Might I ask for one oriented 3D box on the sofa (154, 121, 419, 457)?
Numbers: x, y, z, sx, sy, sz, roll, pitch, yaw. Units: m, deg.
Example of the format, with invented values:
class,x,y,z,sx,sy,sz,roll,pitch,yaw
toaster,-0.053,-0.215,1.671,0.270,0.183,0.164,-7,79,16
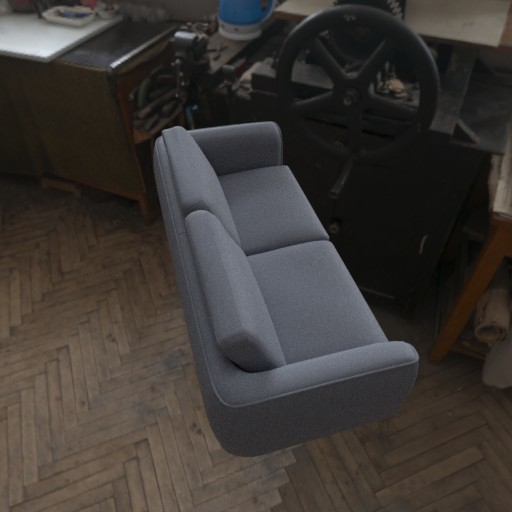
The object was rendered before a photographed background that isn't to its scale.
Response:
class,x,y,z,sx,sy,sz,roll,pitch,yaw
sofa,0.000,0.000,2.544,0.920,0.870,2.000,-12,48,-11
